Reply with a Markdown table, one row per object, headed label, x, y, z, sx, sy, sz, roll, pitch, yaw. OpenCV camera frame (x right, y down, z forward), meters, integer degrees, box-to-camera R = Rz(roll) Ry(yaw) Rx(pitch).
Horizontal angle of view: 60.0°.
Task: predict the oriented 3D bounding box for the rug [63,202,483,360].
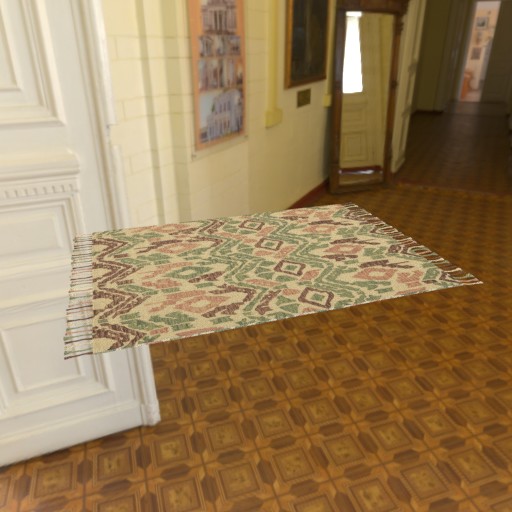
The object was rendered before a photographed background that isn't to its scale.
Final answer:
| label | x | y | z | sx | sy | sz | roll | pitch | yaw |
| --- | --- | --- | --- | --- | --- | --- | --- | --- | --- |
| rug | 0.000 | 0.000 | 2.312 | 1.829 | 0.010 | 1.219 | -8 | 27 | -17 |
